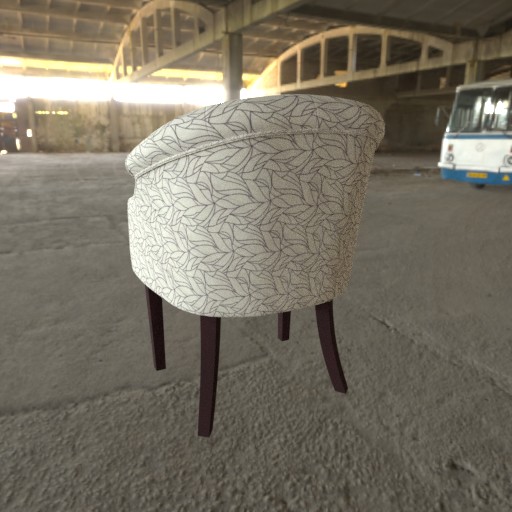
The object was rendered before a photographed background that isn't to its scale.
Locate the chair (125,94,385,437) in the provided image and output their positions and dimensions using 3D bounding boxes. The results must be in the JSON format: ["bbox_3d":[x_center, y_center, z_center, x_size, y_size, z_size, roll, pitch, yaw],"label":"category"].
[{"bbox_3d":[0.000,0.000,1.303,0.686,0.858,0.613,-8,17,-26],"label":"chair"}]
